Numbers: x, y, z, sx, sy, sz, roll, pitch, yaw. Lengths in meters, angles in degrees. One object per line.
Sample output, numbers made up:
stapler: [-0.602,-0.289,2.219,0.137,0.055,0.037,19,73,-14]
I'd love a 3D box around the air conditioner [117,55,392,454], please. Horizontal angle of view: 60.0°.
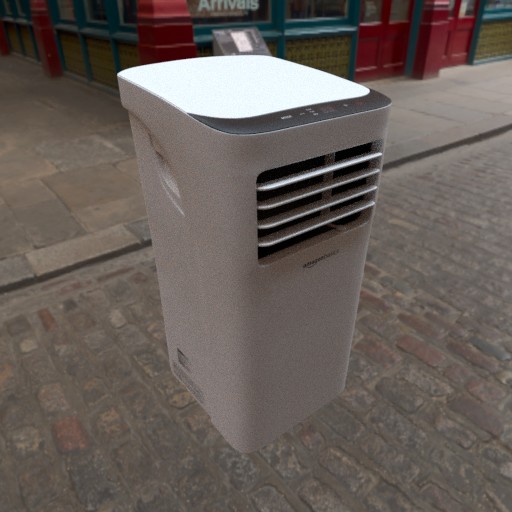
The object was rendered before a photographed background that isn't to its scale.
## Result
air conditioner: [0.000,0.000,0.907,0.352,0.716,0.369,-22,37,-32]
